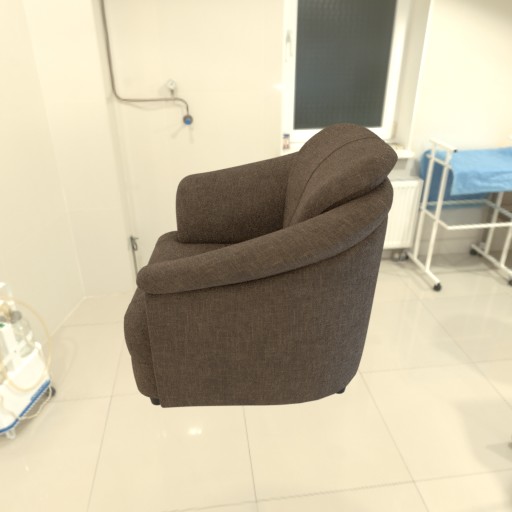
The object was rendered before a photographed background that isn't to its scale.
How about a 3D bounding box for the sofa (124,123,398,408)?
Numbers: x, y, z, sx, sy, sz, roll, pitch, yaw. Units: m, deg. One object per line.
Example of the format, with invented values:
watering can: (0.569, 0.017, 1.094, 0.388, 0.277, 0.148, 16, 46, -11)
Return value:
sofa: (0.000, 0.000, 1.522, 0.794, 0.811, 0.870, 0, 27, -1)
